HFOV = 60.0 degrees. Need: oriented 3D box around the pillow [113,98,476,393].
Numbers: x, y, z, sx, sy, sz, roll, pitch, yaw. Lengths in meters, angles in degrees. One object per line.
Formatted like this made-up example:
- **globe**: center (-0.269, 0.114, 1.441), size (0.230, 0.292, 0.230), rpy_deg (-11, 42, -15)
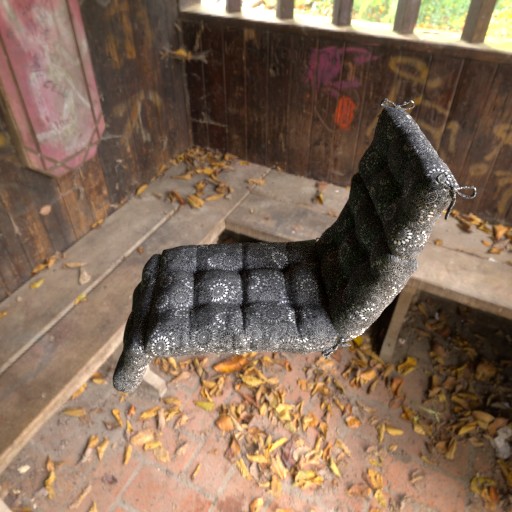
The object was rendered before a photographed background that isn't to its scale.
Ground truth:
- **pillow**: center (0.000, 0.000, 1.461), size (1.016, 0.863, 0.526), rpy_deg (-1, 41, -1)
